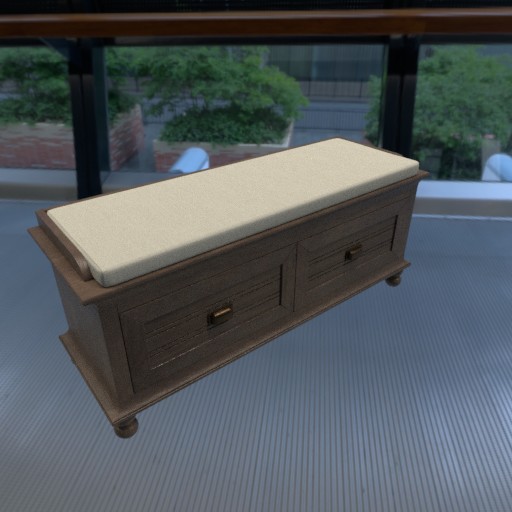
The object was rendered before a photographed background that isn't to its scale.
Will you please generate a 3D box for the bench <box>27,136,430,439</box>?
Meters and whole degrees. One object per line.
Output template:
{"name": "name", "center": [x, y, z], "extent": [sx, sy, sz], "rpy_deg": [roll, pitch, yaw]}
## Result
{"name": "bench", "center": [0.000, 0.000, 1.422], "extent": [1.185, 0.501, 0.402], "rpy_deg": [-22, 37, -32]}
